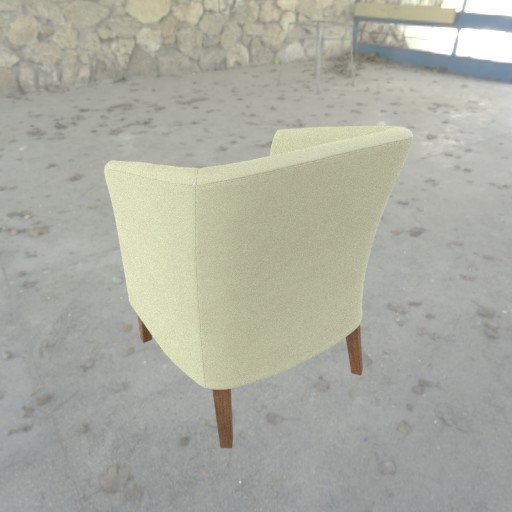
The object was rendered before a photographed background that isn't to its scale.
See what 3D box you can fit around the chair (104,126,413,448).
[{"bbox_3d":[0.000,0.000,1.305,0.643,0.822,0.657,-19,36,-28],"label":"chair"}]
